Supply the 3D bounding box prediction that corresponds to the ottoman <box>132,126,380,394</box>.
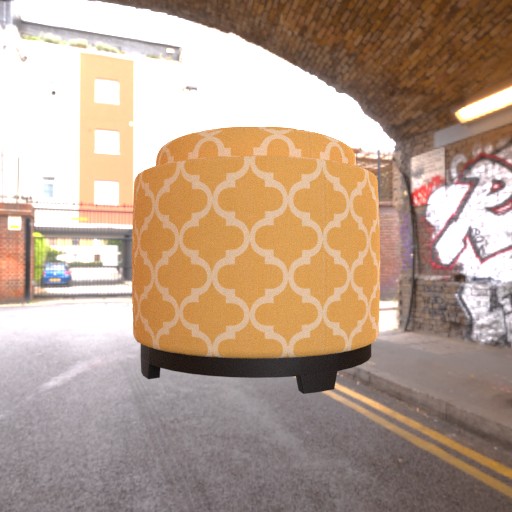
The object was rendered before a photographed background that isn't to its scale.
[{"bbox_3d":[0.000,0.000,0.890,0.480,0.429,0.480,0,-1,0],"label":"ottoman"}]
